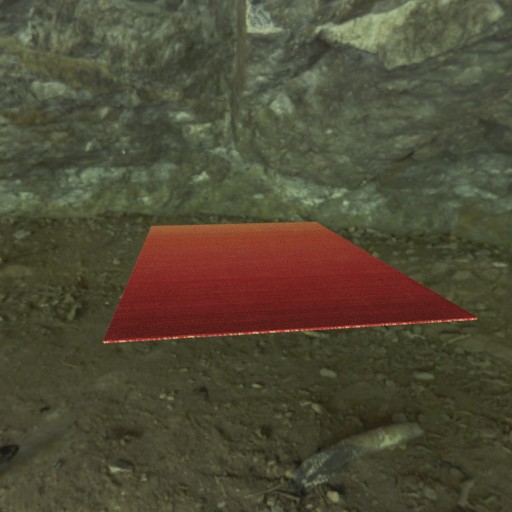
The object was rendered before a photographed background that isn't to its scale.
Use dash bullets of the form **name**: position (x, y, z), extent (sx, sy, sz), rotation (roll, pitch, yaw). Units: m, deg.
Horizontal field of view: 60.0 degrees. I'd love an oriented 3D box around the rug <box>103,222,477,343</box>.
- **rug**: position (0.000, 0.000, 2.930), extent (1.531, 0.010, 2.442), rotation (-2, 14, -8)
